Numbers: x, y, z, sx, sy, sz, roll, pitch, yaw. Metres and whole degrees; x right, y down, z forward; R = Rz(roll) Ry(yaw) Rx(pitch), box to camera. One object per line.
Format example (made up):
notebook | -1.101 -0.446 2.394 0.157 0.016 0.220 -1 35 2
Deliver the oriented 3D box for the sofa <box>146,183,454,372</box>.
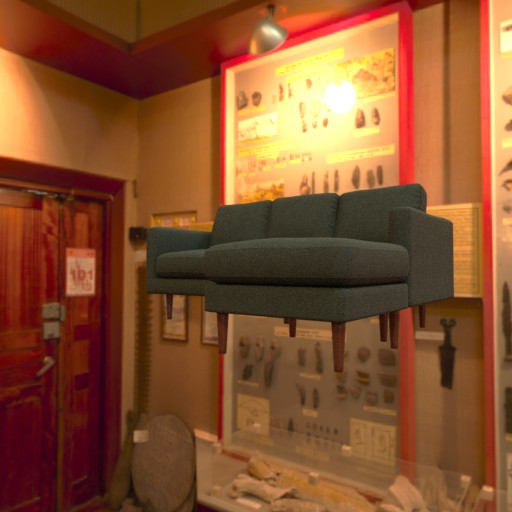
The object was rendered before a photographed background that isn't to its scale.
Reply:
sofa | 0.000 0.000 2.886 2.055 0.957 1.667 -1 -2 37
